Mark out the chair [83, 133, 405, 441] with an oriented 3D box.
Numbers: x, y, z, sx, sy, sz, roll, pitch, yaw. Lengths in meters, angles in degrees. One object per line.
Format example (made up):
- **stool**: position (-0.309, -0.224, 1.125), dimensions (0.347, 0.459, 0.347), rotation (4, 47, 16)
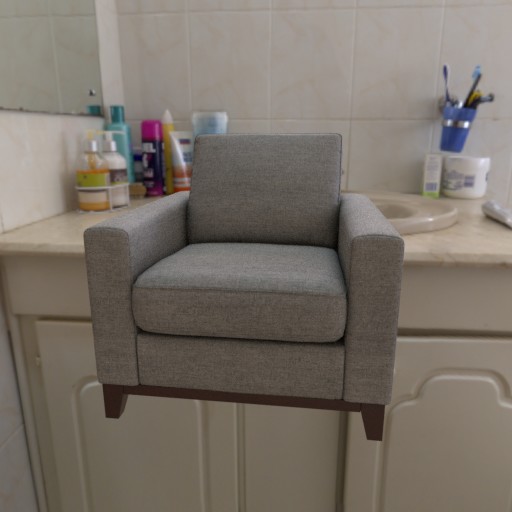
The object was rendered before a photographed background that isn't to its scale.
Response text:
- **chair**: position (0.000, 0.000, 1.875), dimensions (1.024, 1.010, 1.038), rotation (2, 15, 7)
